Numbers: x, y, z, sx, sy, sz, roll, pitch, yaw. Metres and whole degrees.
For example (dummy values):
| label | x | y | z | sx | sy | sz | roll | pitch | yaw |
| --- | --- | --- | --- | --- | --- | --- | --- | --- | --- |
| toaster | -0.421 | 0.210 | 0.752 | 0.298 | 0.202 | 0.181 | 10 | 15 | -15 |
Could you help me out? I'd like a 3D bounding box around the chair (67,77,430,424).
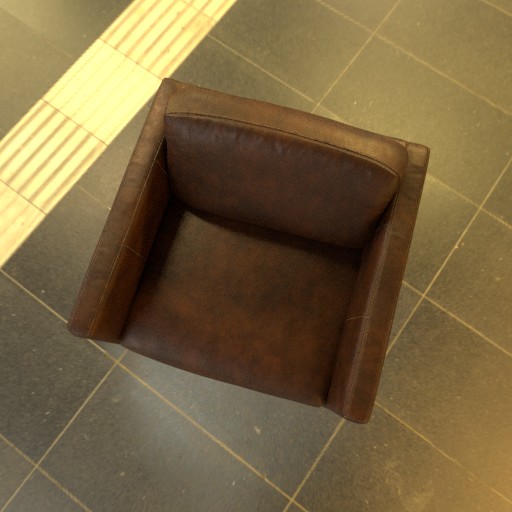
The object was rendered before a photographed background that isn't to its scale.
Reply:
| label | x | y | z | sx | sy | sz | roll | pitch | yaw |
| --- | --- | --- | --- | --- | --- | --- | --- | --- | --- |
| chair | 0.000 | 0.000 | 1.718 | 0.990 | 0.864 | 0.975 | 16 | 77 | 4 |
